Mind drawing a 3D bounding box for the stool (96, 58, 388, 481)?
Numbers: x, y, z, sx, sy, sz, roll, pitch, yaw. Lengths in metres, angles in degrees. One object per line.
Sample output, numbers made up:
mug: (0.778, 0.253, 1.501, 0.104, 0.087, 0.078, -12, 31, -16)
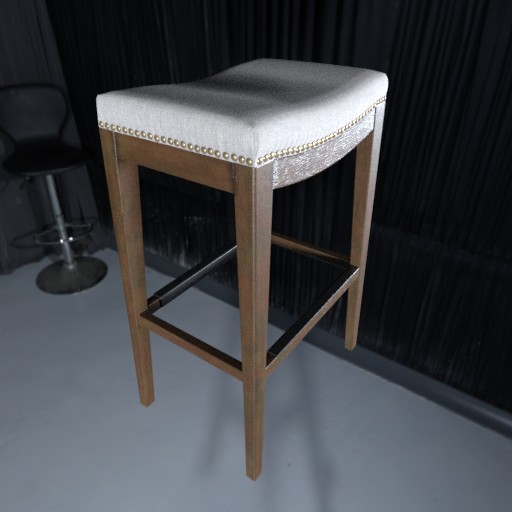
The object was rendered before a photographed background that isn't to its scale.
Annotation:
stool: (0.000, 0.000, 1.008, 0.356, 0.762, 0.508, 21, 38, 29)
